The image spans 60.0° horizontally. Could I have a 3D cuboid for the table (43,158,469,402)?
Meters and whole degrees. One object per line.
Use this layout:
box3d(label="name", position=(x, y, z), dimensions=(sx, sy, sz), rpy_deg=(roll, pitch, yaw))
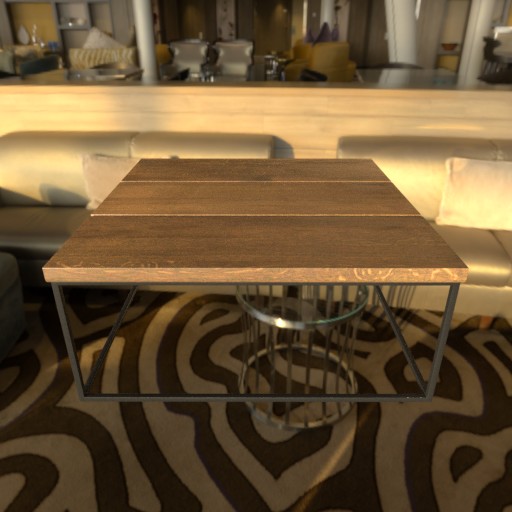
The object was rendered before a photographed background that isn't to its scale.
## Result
box3d(label="table", position=(0.000, 0.000, 1.425), dimensions=(0.900, 0.400, 0.900), rpy_deg=(0, 27, 0))
